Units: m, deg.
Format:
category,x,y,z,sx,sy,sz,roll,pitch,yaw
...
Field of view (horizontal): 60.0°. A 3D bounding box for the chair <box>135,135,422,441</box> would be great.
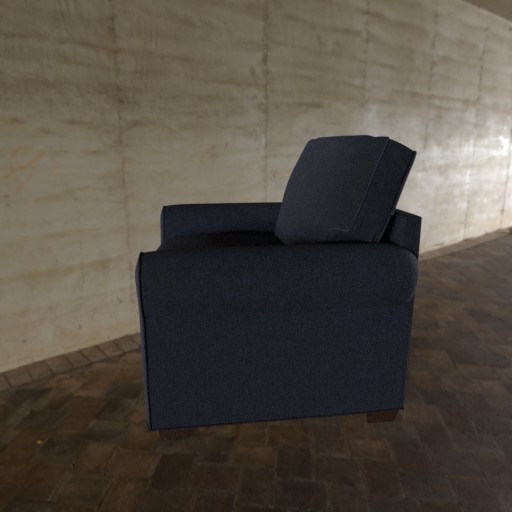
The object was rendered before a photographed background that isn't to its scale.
category,x,y,z,sx,sy,sz,roll,pitch,yaw
chair,0.000,0.000,1.994,0.963,1.044,1.285,-2,14,-8
